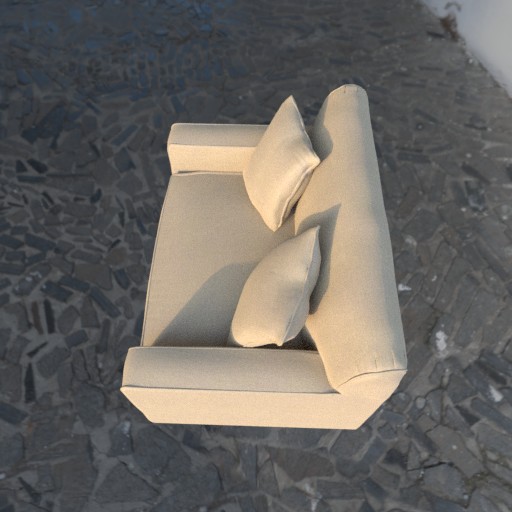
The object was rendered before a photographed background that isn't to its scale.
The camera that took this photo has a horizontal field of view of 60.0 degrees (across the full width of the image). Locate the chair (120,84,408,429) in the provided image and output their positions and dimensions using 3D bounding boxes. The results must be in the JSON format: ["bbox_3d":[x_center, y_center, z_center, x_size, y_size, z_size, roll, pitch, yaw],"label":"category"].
[{"bbox_3d":[0.000,0.000,2.059,1.000,0.948,1.383,2,58,1],"label":"chair"}]
